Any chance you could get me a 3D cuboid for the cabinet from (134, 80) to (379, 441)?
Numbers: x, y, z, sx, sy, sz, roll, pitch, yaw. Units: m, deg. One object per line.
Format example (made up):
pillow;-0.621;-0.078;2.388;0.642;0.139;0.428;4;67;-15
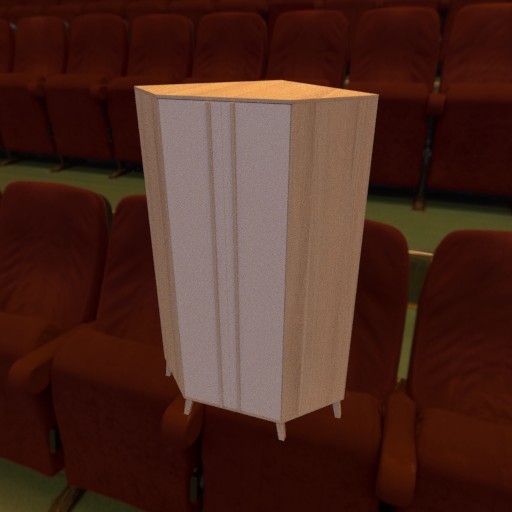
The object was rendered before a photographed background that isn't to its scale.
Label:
cabinet;0.000;0.000;2.740;1.272;1.957;0.969;8;27;17
